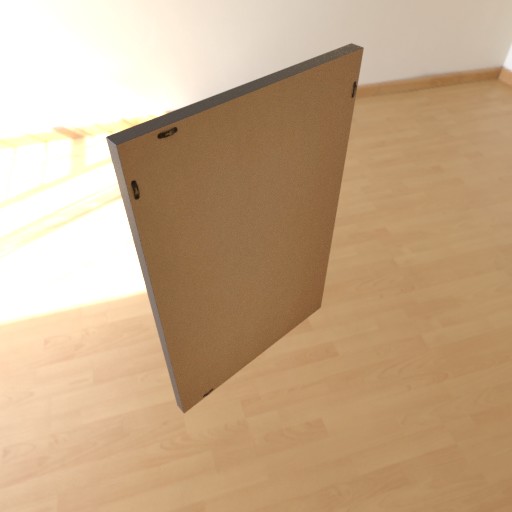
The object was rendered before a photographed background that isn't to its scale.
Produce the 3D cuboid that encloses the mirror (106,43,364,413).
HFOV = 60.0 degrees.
[{"bbox_3d":[0.000,0.000,1.163,0.609,0.915,0.040,-32,53,-28],"label":"mirror"}]
